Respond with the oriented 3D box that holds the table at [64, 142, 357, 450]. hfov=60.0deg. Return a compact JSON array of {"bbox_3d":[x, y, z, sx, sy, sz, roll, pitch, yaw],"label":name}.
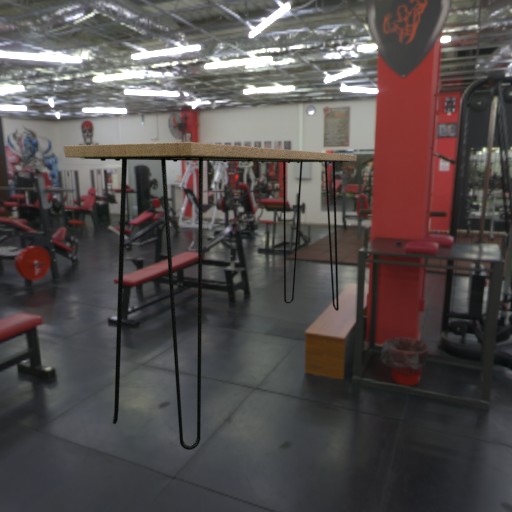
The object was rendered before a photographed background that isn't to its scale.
[{"bbox_3d":[0.000,0.000,1.748,0.399,0.799,1.400,6,13,27],"label":"table"}]
